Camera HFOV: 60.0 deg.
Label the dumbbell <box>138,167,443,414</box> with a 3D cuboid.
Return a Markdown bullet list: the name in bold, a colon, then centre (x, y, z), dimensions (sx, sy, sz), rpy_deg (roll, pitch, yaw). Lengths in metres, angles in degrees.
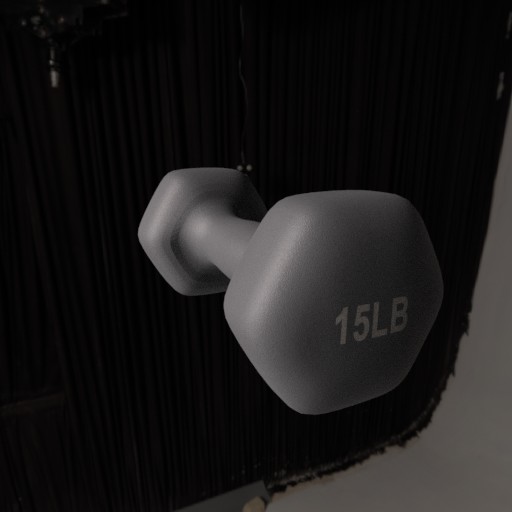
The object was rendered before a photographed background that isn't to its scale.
- **dumbbell**: centre (0.000, 0.000, 0.298), dimensions (0.116, 0.105, 0.240), rpy_deg (-7, 17, -25)
